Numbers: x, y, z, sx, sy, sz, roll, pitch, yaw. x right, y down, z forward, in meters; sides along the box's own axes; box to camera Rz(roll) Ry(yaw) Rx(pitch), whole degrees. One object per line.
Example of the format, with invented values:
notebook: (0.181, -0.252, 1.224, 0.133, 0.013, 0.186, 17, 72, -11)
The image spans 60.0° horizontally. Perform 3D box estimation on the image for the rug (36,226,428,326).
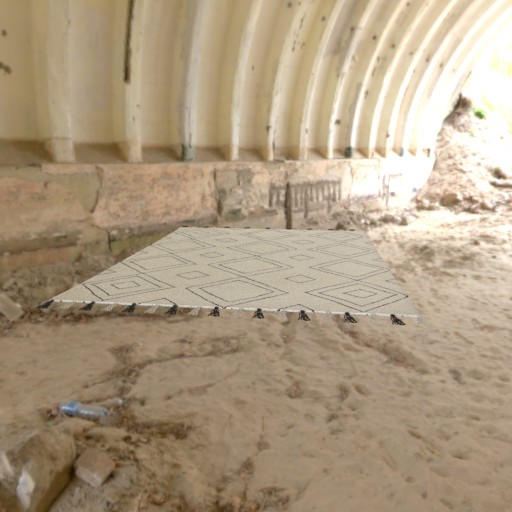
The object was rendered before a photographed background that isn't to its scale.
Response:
rug: (0.000, 0.000, 4.152, 2.342, 0.026, 3.221, 2, 13, 7)
